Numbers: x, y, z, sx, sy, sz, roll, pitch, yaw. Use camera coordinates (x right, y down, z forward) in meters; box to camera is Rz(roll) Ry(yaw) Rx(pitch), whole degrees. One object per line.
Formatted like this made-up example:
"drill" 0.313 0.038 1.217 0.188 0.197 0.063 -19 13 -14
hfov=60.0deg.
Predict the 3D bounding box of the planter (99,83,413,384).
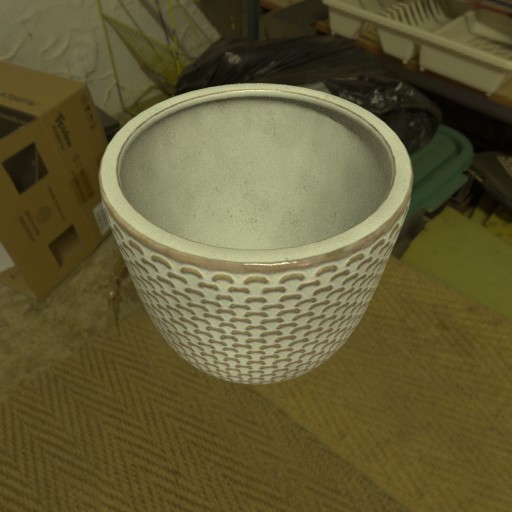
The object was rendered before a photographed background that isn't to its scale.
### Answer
"planter" 0.000 0.000 0.348 0.197 0.191 0.197 0 46 0
